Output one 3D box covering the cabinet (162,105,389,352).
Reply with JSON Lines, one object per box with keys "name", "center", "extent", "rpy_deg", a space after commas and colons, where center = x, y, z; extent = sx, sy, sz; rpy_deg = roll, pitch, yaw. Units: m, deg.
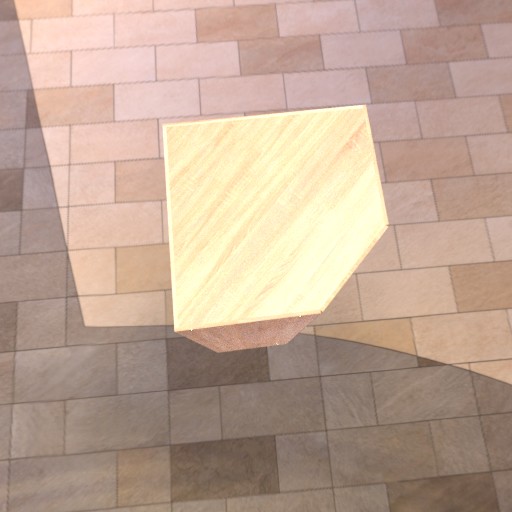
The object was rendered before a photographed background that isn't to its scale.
{"name": "cabinet", "center": [0.000, 0.000, 2.955], "extent": [1.094, 2.120, 1.327], "rpy_deg": [38, 79, 9]}
